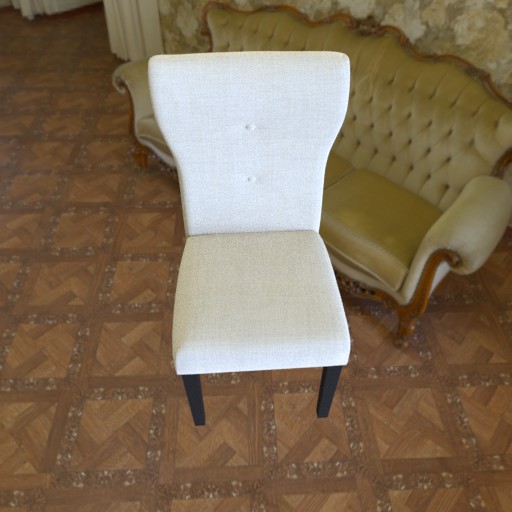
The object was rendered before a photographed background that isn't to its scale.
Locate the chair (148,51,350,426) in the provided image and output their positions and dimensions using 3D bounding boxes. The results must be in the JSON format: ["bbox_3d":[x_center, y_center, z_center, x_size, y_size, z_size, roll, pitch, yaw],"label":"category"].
[{"bbox_3d":[0.000,0.000,1.257,0.509,0.921,0.597,-3,45,-3],"label":"chair"}]
